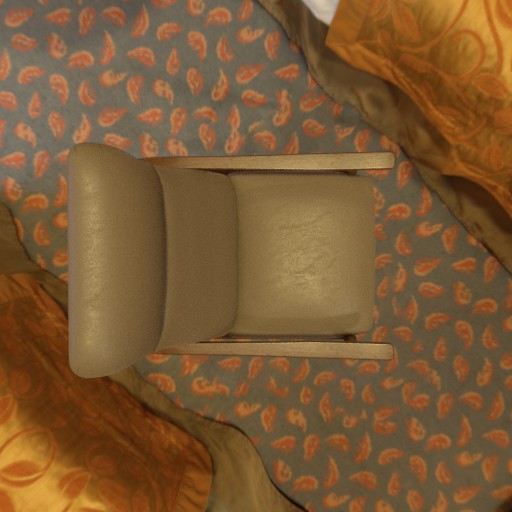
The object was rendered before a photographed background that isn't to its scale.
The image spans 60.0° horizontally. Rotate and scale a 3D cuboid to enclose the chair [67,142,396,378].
[{"bbox_3d":[0.000,0.000,1.695,1.014,1.082,0.762,0,91,-1],"label":"chair"}]
